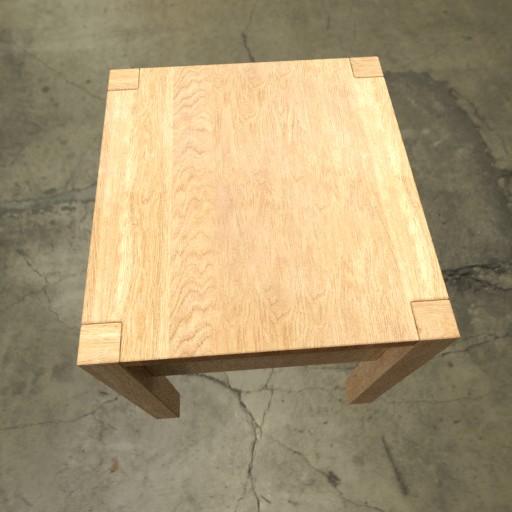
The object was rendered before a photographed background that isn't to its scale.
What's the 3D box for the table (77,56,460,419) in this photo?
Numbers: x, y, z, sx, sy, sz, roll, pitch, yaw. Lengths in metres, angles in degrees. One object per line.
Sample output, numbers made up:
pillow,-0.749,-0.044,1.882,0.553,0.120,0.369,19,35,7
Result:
table,0.000,0.000,0.813,0.440,0.450,0.480,-4,63,-2
